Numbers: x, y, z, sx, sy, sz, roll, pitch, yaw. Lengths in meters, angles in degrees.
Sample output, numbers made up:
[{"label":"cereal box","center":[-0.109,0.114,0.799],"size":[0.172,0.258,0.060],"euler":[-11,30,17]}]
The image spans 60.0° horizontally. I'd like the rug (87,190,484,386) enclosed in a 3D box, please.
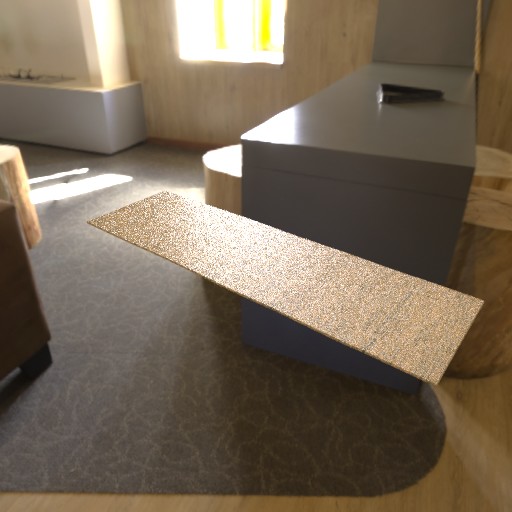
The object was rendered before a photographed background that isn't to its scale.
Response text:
[{"label":"rug","center":[0.000,0.000,2.533],"size":[2.290,0.014,0.700],"euler":[22,37,32]}]
